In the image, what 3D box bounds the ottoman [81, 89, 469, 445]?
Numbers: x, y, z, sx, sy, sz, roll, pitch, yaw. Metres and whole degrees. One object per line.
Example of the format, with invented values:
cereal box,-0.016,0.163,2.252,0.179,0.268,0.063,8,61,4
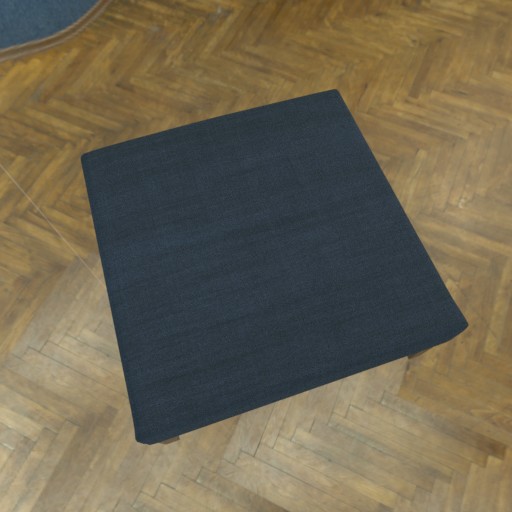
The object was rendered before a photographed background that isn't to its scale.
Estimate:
ottoman,0.000,0.000,1.416,0.890,0.411,0.889,-17,66,-8
